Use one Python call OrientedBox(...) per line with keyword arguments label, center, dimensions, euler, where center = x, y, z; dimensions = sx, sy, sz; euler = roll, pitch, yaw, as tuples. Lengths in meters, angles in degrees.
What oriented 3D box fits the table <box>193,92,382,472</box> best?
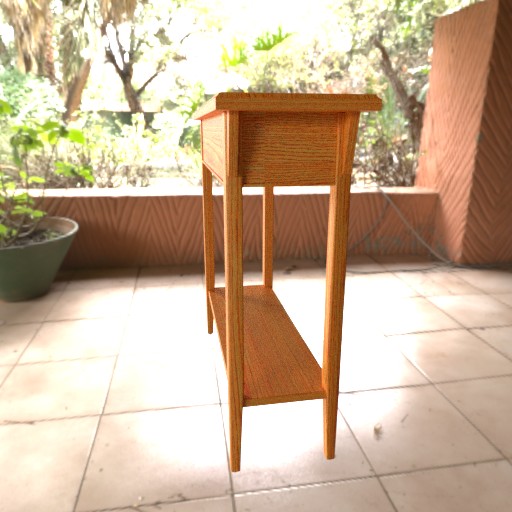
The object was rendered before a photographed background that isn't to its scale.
OrientedBox(label="table", center=(0.000, 0.000, 1.108), dimensions=(0.254, 0.711, 0.762), euler=(-3, 16, -10))
